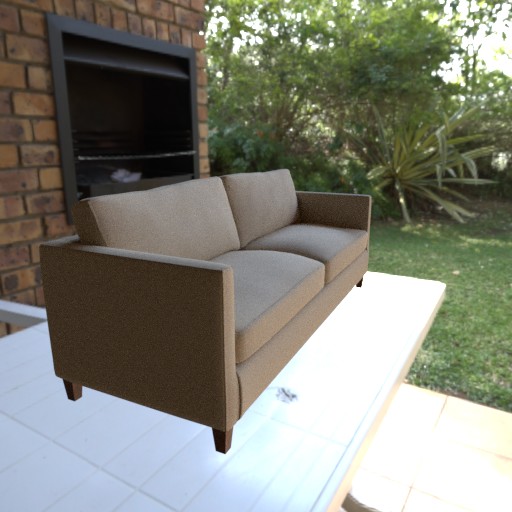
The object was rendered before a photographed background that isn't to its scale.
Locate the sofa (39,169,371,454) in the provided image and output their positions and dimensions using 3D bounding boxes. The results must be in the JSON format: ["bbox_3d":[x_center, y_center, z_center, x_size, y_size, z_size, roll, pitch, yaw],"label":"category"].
[{"bbox_3d":[0.000,0.000,2.763,0.951,0.968,2.361,7,16,25],"label":"sofa"}]
